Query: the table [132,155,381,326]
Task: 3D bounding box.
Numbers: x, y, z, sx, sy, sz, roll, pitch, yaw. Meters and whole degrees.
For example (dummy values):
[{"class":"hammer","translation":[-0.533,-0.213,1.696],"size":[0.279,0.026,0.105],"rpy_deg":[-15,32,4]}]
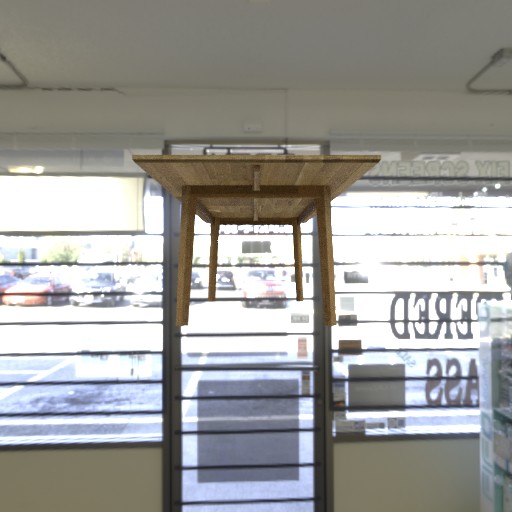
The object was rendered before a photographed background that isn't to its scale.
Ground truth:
[{"class":"table","translation":[0.000,0.000,3.070],"size":[1.000,0.752,2.603],"rpy_deg":[0,-1,0]}]
